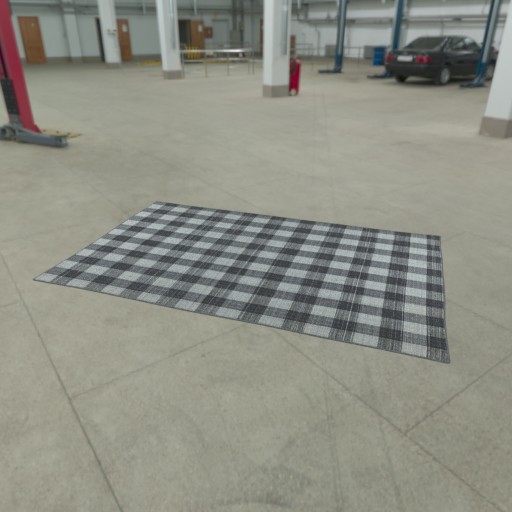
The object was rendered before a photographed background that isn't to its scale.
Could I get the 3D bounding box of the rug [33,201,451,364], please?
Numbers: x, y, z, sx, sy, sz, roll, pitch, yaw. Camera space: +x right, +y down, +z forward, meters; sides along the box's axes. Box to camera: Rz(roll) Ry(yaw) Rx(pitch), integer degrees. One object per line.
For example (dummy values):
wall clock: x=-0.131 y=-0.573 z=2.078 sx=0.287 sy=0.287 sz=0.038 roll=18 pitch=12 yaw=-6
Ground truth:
rug: x=0.000 y=0.000 z=3.109 sx=2.476 sy=0.011 sz=1.554 roll=9 pitch=28 yaw=17
